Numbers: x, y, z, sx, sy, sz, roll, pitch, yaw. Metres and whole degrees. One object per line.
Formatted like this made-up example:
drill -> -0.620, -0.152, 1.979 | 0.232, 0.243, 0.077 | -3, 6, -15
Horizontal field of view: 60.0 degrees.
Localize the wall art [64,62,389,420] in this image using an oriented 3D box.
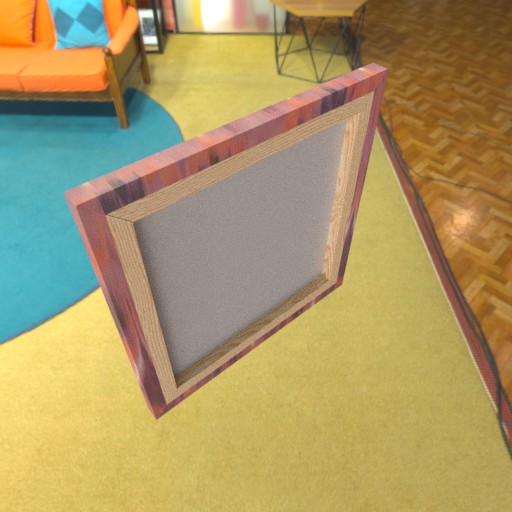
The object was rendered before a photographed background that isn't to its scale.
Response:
wall art -> 0.000, 0.000, 0.900 | 0.603, 0.609, 0.037 | -31, 54, -27
